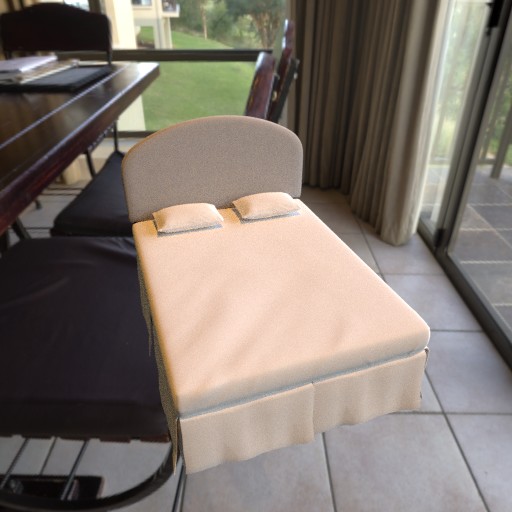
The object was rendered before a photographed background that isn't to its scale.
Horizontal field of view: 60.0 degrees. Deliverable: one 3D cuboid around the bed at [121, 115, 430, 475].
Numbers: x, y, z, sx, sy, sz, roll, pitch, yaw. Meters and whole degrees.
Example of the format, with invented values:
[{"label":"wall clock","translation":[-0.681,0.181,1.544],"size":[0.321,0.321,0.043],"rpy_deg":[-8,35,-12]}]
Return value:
[{"label":"bed","translation":[0.000,0.000,3.025],"size":[1.607,1.410,2.005],"rpy_deg":[-10,33,-16]}]
